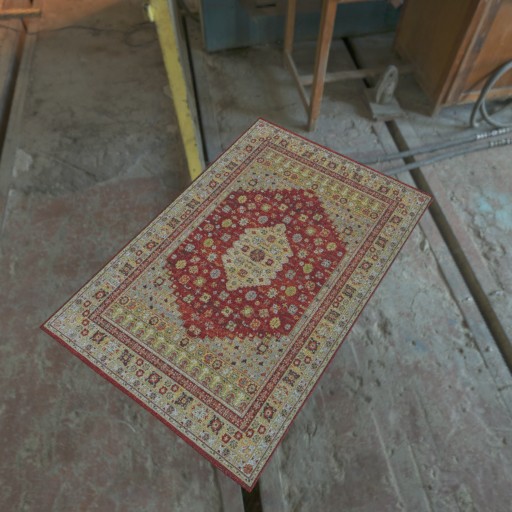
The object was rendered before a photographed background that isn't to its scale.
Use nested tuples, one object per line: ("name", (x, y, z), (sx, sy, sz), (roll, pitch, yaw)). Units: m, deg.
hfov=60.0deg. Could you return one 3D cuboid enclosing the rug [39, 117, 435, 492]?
("rug", (0.000, 0.000, 2.275), (1.194, 0.013, 1.802), (30, 61, 18))
